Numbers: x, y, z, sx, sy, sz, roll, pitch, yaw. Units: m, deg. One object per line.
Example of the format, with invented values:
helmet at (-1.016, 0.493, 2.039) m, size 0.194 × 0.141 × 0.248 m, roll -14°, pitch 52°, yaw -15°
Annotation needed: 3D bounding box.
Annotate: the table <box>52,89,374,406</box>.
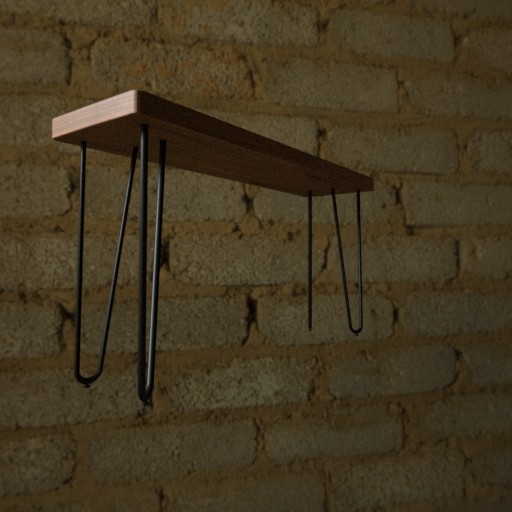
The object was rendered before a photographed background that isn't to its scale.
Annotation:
table at (0.000, 0.000, 1.866) m, size 0.425 × 0.834 × 1.570 m, roll 0°, pitch -1°, yaw 37°
